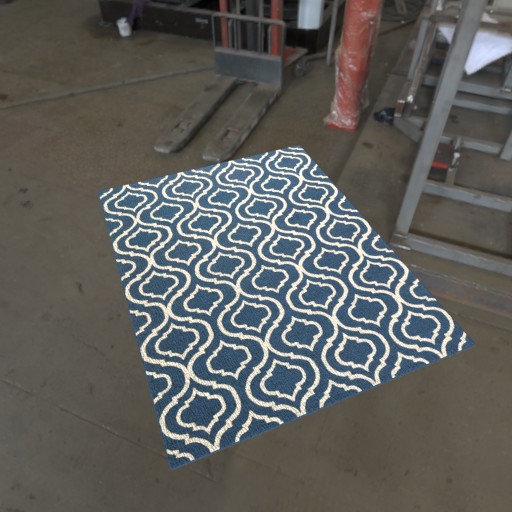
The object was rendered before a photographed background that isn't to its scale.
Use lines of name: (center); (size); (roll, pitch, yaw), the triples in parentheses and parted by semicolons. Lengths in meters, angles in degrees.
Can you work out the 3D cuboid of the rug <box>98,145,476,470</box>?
rug: (0.000, 0.000, 3.843); (2.270, 0.020, 2.881); (-16, 48, -15)
